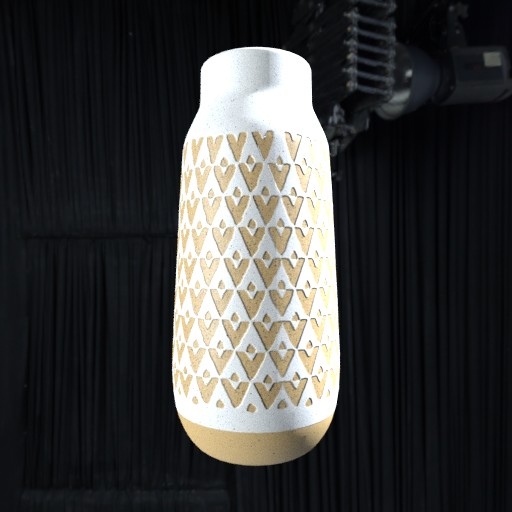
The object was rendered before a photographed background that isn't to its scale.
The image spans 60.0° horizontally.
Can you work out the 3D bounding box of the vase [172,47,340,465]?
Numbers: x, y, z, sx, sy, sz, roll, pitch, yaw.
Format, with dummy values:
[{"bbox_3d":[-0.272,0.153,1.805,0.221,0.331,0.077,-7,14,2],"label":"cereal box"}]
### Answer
[{"bbox_3d":[0.000,0.000,0.370,0.137,0.307,0.137,0,1,0],"label":"vase"}]
